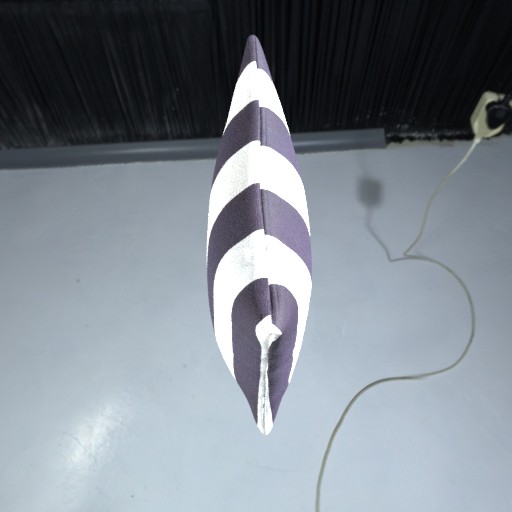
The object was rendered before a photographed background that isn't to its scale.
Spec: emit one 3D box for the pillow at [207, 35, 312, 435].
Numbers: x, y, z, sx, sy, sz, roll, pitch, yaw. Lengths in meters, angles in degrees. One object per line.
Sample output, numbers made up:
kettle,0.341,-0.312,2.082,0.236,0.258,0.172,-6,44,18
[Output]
pillow,0.000,0.000,0.812,0.189,0.526,0.536,-3,59,-2
